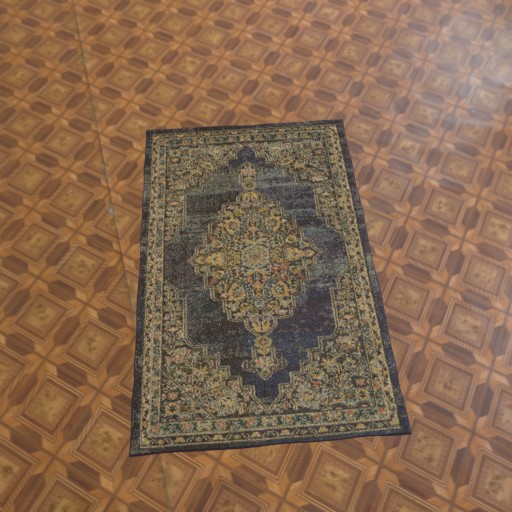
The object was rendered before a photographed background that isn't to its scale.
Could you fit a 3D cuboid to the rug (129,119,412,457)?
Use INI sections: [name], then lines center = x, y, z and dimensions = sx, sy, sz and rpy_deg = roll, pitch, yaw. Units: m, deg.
[rug]
center = 0.000, 0.000, 2.245
dimensions = 1.184, 0.012, 1.781
rpy_deg = -4, 63, -2
